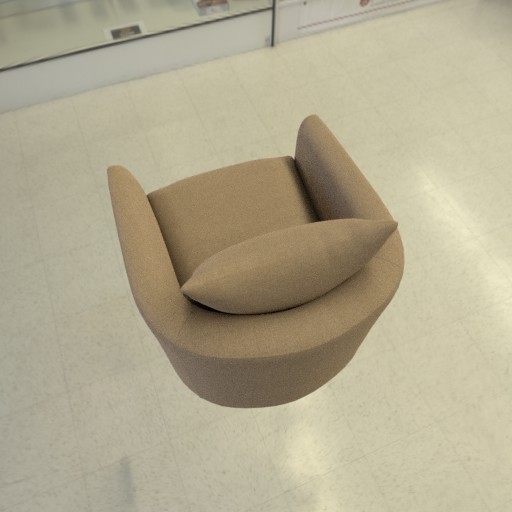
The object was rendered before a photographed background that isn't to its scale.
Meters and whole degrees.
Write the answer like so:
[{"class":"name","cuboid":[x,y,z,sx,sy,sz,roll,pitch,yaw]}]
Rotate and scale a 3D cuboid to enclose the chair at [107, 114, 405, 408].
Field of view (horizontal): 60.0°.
[{"class":"chair","cuboid":[0.000,0.000,1.569,0.845,0.848,0.910,-17,61,-10]}]
